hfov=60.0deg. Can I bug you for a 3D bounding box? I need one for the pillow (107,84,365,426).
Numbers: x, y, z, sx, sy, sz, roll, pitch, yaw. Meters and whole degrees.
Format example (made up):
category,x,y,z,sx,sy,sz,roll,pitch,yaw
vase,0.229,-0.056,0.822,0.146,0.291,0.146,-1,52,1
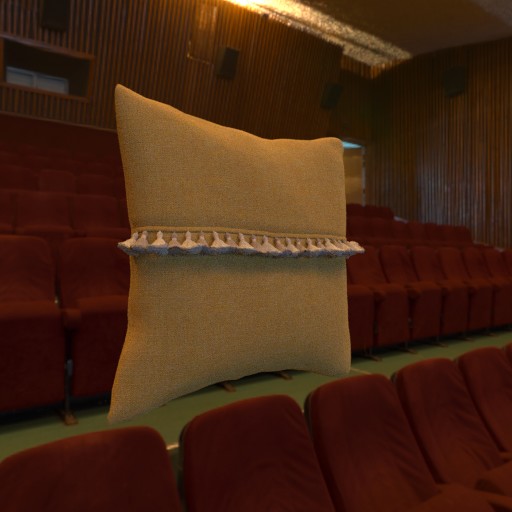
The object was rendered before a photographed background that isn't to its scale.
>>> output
category,x,y,z,sx,sy,sz,roll,pitch,yaw
pillow,0.000,0.000,0.747,0.485,0.481,0.167,1,-1,-36
